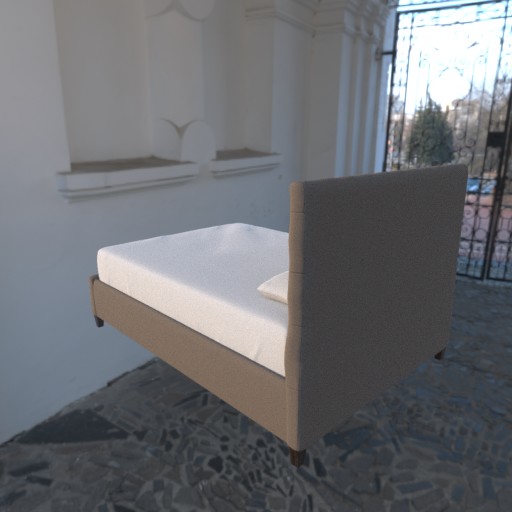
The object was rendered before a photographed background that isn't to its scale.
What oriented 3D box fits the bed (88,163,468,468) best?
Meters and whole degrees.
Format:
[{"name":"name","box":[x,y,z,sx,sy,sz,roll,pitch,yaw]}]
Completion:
[{"name":"bed","box":[0.000,0.000,3.390,1.698,1.427,2.387,-14,21,-41]}]
